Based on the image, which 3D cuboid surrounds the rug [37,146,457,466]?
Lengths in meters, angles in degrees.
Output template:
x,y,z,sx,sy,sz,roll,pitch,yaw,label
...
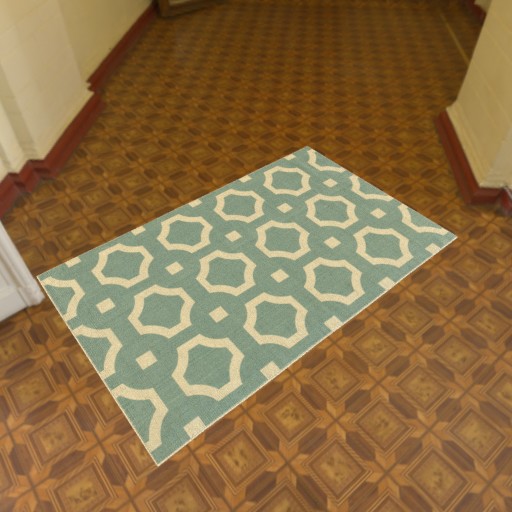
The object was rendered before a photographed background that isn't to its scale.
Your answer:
x,y,z,sx,sy,sz,roll,pitch,yaw,label
0.000,0.000,3.009,2.443,0.015,1.528,-31,53,-26,rug
